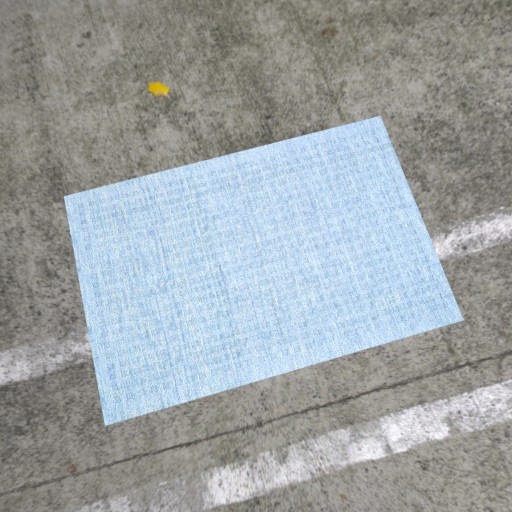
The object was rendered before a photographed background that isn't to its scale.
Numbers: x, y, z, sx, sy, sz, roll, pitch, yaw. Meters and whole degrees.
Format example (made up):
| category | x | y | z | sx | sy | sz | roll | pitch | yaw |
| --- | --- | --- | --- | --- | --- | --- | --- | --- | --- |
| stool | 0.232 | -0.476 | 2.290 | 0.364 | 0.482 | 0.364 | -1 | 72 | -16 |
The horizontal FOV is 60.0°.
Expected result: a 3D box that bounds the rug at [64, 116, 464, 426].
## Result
| category | x | y | z | sx | sy | sz | roll | pitch | yaw |
| --- | --- | --- | --- | --- | --- | --- | --- | --- | --- |
| rug | 0.000 | 0.000 | 2.903 | 2.286 | 0.006 | 1.522 | -15 | 75 | -4 |
